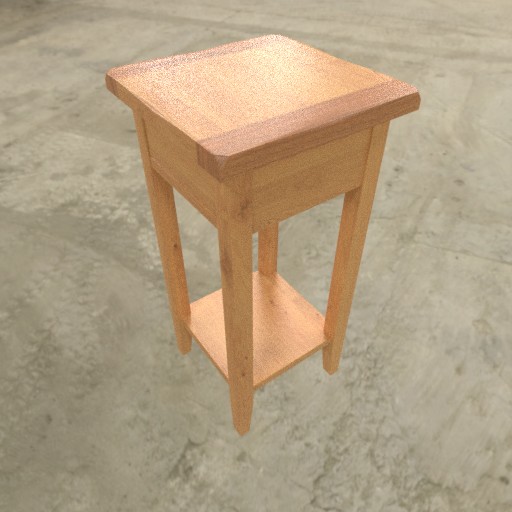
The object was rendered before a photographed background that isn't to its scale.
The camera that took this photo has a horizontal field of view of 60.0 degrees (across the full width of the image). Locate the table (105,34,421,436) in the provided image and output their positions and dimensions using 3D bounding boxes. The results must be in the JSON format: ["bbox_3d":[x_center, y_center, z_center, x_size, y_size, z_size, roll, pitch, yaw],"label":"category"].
[{"bbox_3d":[0.000,0.000,0.939,0.360,0.740,0.360,-25,47,-26],"label":"table"}]
